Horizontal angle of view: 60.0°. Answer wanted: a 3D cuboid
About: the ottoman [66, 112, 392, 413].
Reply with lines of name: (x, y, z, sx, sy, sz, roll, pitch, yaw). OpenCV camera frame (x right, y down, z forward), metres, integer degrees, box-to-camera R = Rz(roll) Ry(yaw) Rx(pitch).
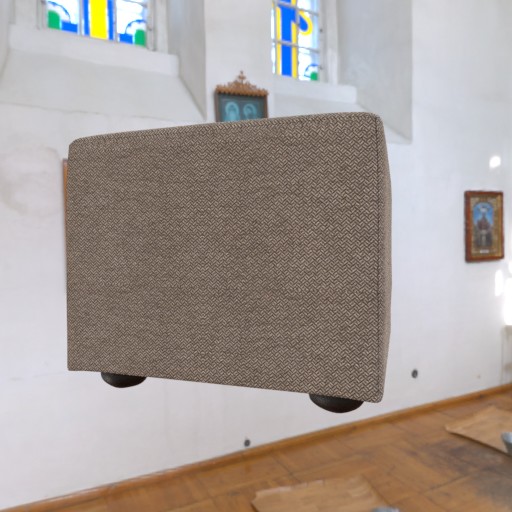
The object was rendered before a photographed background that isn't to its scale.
ottoman: (0.000, 0.000, 0.896, 0.519, 0.453, 0.512, 0, 1, 18)
